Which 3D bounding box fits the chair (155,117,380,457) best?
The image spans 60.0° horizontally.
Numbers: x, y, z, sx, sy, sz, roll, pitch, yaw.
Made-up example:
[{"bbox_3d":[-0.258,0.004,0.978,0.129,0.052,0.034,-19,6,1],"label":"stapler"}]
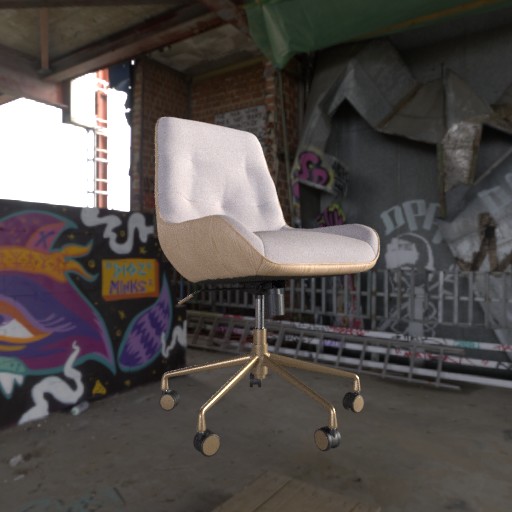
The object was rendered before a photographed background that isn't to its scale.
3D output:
[{"bbox_3d":[0.000,0.000,1.343,0.564,0.952,0.668,0,0,-35],"label":"chair"}]
